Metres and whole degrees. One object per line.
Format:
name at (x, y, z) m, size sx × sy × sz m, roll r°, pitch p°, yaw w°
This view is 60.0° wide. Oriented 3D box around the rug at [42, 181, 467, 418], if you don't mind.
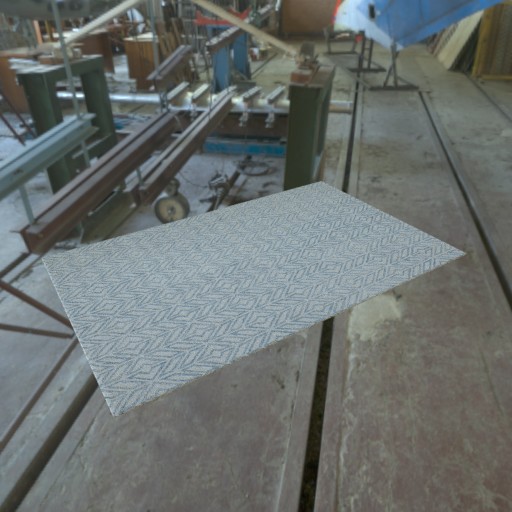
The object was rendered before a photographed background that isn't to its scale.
rug at (0.000, 0.000, 3.000) m, size 2.441 × 0.008 × 1.526 m, roll -19°, pitch 37°, yaw -28°
